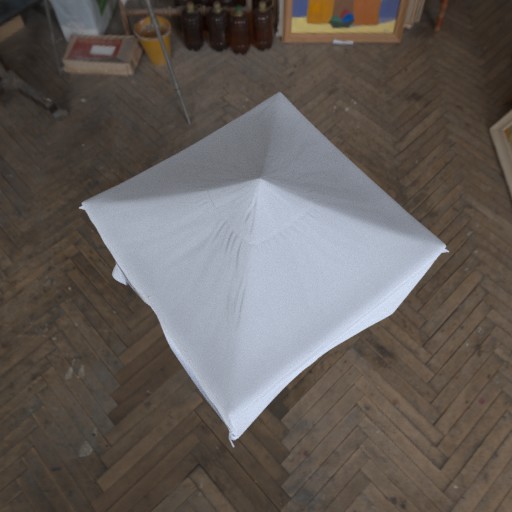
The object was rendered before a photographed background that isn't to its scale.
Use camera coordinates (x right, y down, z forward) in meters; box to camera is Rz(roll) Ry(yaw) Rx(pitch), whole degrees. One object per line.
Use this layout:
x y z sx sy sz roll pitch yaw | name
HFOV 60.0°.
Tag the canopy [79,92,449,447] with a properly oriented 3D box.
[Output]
0.000 0.000 5.498 3.121 2.997 3.043 -34 68 -16 | canopy
